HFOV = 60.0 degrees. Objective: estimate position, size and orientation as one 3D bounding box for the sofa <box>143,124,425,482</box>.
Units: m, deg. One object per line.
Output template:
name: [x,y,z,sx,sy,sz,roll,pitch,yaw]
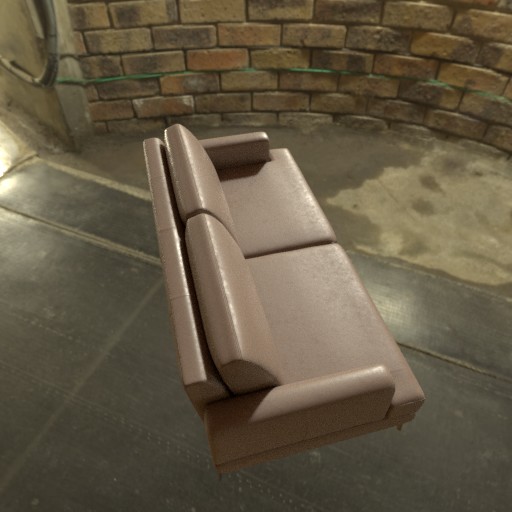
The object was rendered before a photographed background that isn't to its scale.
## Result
sofa: [0.000,0.000,2.379,0.974,0.765,1.940,-11,48,-10]
